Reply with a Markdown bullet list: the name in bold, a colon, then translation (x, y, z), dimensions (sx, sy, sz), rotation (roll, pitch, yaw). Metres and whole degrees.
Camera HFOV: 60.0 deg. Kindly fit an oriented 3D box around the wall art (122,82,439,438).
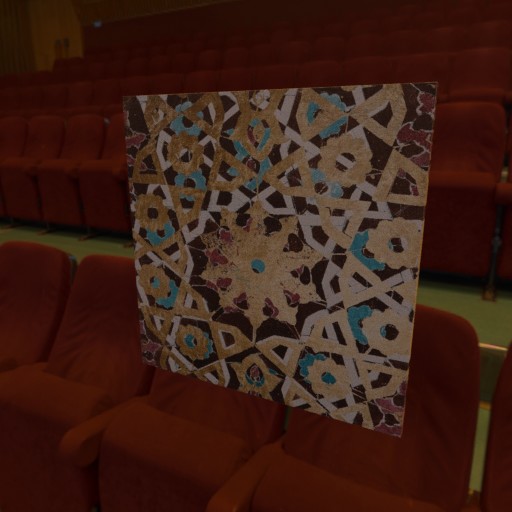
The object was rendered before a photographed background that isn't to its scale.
- **wall art**: translation (0.000, 0.000, 1.088), dimensions (0.757, 0.762, 0.028), rotation (8, 17, 26)
